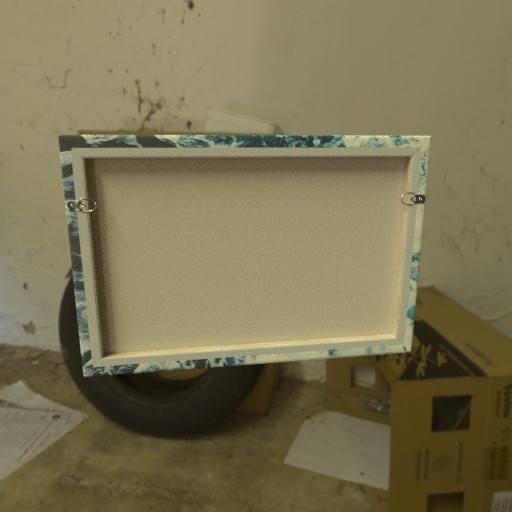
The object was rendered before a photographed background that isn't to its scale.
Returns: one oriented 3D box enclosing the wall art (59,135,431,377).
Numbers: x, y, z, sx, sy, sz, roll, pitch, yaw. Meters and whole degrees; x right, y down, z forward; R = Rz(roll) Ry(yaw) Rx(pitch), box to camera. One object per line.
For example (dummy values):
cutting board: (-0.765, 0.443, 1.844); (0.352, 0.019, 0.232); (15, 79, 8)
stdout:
wall art: (0.000, 0.000, 1.937); (1.524, 1.017, 0.055); (-2, 14, -9)
